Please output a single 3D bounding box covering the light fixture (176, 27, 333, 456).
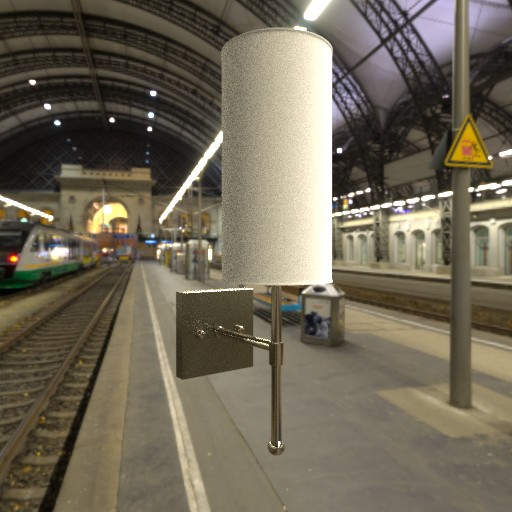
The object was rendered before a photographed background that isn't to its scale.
[{"bbox_3d":[0.000,0.000,0.545,0.128,0.462,0.208,0,1,-36],"label":"light fixture"}]
